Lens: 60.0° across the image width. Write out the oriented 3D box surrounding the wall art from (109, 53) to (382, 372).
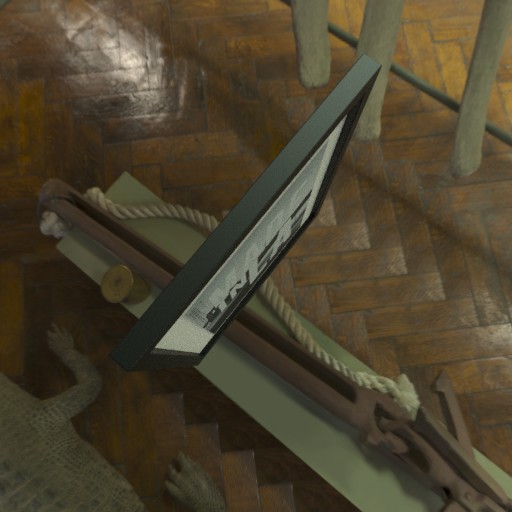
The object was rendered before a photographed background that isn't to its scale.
[{"bbox_3d":[0.000,0.000,0.766,0.028,0.559,0.457,38,80,8],"label":"wall art"}]
